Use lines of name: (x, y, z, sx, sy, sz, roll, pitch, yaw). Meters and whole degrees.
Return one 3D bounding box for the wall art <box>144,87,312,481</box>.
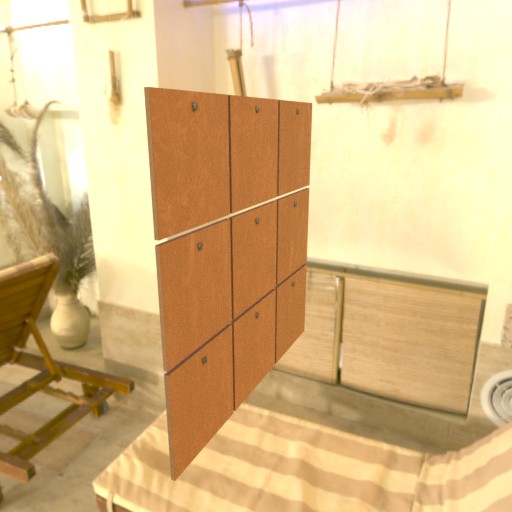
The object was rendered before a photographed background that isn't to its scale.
wall art: (0.000, 0.000, 1.354, 0.018, 0.913, 0.915, 8, 19, 25)
